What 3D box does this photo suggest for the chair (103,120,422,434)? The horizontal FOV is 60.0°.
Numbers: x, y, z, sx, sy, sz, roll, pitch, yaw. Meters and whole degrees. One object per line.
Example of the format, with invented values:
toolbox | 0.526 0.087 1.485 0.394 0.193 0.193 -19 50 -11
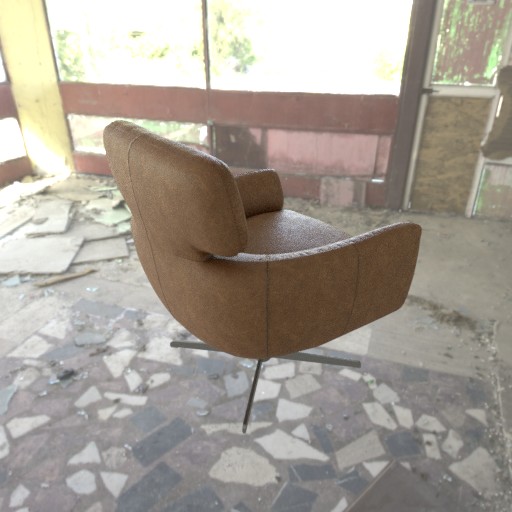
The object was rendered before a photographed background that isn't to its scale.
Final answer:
chair | 0.000 0.000 1.351 0.715 0.812 0.706 -18 32 -31
